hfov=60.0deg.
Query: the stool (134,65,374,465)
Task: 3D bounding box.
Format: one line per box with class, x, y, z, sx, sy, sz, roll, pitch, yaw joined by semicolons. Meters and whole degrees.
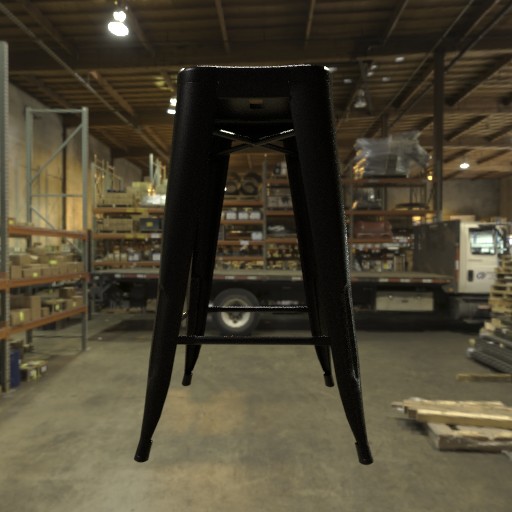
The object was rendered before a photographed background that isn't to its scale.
stool;0.000;0.000;0.844;0.359;0.609;0.399;0;1;1
